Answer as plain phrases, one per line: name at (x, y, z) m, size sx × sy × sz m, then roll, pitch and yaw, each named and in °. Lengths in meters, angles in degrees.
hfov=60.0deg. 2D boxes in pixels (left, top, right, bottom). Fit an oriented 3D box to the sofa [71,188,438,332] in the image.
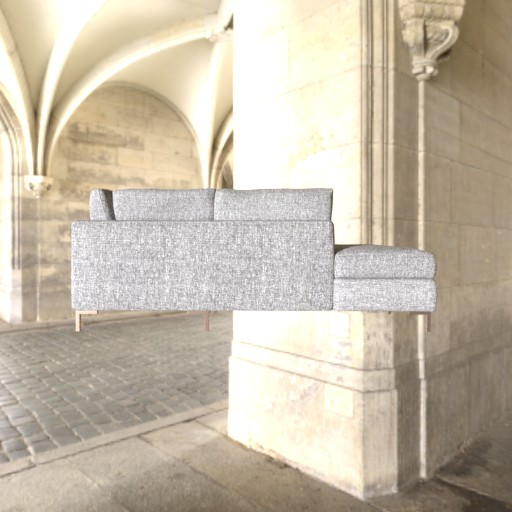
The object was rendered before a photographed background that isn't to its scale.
sofa at (0.000, 0.000, 3.588) m, size 1.879 × 0.756 × 2.737 m, roll 0°, pitch 0°, yaw 1°
